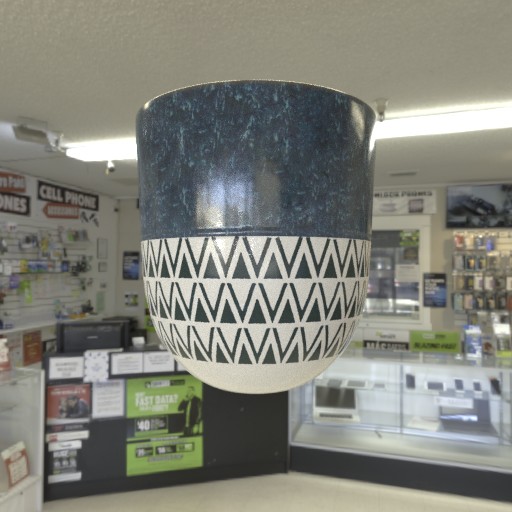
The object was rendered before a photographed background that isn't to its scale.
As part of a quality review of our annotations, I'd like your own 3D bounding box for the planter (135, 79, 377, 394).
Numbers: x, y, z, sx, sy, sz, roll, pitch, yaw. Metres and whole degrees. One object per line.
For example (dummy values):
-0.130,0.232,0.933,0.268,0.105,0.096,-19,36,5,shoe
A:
0.000,0.000,0.368,0.195,0.214,0.195,0,-1,0,planter
